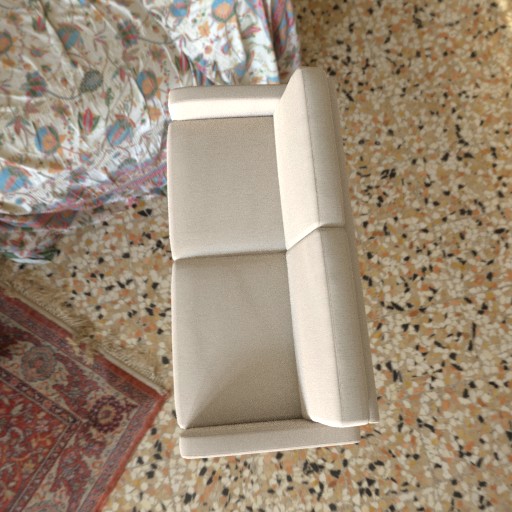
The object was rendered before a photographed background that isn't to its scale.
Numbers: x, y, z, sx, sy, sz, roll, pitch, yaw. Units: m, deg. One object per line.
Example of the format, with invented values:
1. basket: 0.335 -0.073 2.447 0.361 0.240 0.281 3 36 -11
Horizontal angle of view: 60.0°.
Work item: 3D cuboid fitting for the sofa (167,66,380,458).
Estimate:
1. sofa: 0.000 0.000 2.246 0.894 0.831 1.808 -4 76 -1
